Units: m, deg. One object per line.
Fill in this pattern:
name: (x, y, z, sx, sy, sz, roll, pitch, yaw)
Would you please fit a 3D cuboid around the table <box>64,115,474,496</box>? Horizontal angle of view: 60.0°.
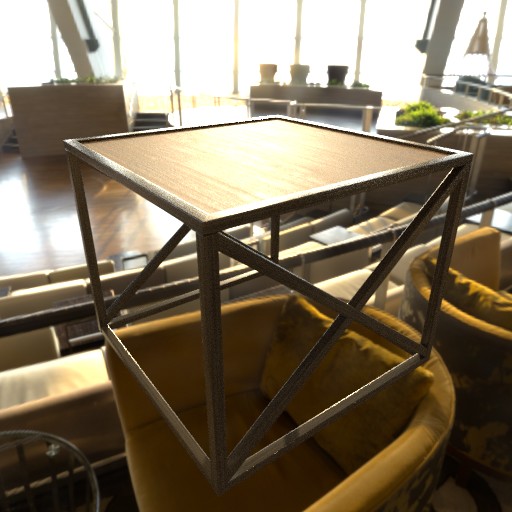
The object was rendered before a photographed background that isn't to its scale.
table: (0.000, 0.000, 1.035, 0.611, 0.507, 0.609, -18, 31, -32)
